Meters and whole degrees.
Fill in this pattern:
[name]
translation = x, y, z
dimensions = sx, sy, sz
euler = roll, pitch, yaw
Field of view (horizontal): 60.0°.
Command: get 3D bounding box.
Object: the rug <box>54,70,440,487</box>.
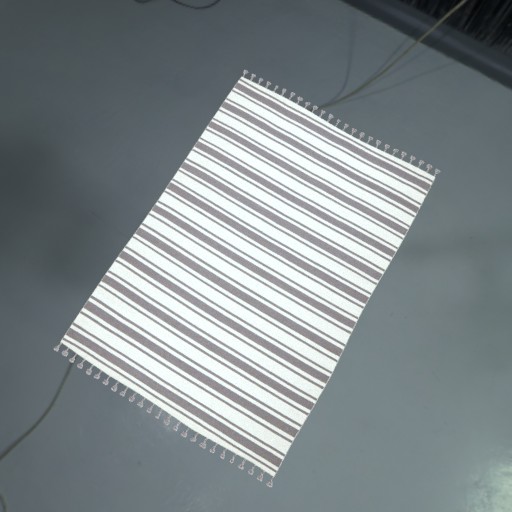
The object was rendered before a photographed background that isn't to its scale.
[rug]
translation = 0.000, 0.000, 3.761
dimensions = 2.030, 0.017, 3.040
euler = 30, 78, 7
